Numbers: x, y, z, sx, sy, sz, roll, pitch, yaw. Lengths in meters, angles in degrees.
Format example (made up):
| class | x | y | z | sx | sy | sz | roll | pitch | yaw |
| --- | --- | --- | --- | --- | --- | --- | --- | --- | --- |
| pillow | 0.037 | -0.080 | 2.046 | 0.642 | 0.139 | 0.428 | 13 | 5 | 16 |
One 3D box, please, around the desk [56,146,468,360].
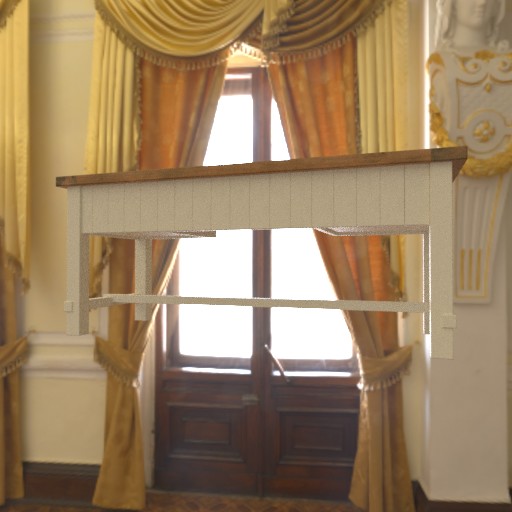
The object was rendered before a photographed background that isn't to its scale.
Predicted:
| class | x | y | z | sx | sy | sz | roll | pitch | yaw |
| --- | --- | --- | --- | --- | --- | --- | --- | --- | --- |
| desk | 0.000 | 0.000 | 2.172 | 1.803 | 0.762 | 0.688 | 0 | -1 | 18 |
